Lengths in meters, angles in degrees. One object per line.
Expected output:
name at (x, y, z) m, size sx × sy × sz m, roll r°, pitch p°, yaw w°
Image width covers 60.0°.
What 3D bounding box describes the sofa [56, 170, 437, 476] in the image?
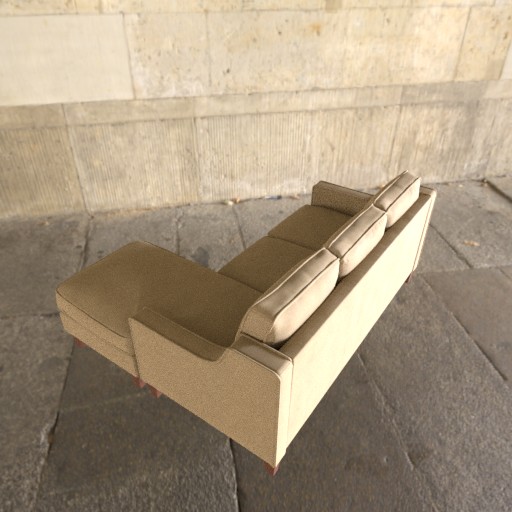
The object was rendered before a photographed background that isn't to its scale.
sofa at (0.000, 0.000, 3.338) m, size 1.858 × 1.066 × 2.317 m, roll 22°, pitch 40°, yaw 29°
